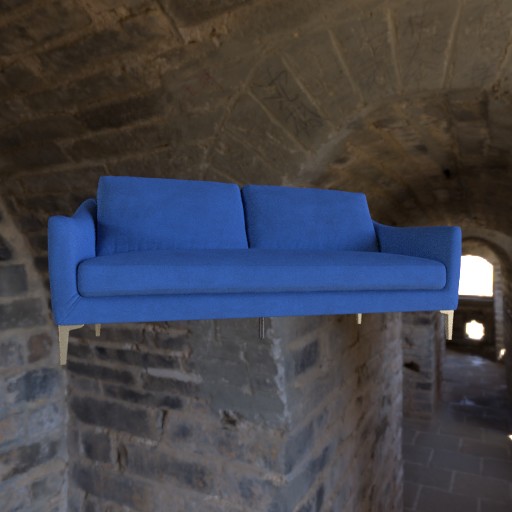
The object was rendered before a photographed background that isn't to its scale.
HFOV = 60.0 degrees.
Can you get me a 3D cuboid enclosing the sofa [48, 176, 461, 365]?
[{"bbox_3d":[0.000,0.000,2.494,2.036,0.903,0.960,0,-1,-18],"label":"sofa"}]
